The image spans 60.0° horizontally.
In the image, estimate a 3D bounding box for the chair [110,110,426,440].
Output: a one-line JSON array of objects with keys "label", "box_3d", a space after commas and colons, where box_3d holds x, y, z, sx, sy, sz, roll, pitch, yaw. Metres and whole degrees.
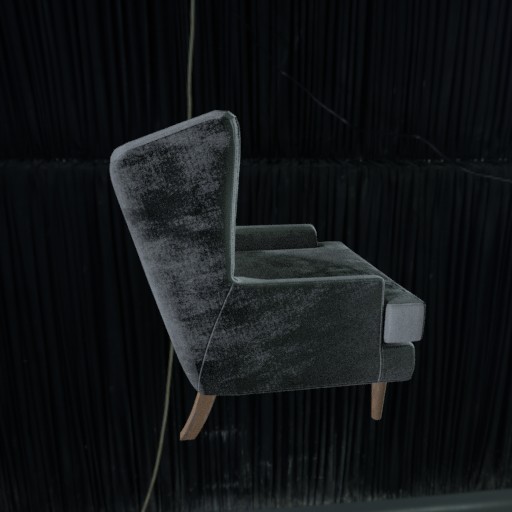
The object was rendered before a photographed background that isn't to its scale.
[{"label": "chair", "box_3d": [0.000, 0.000, 1.571, 0.906, 0.950, 0.784, -2, 16, -8]}]
